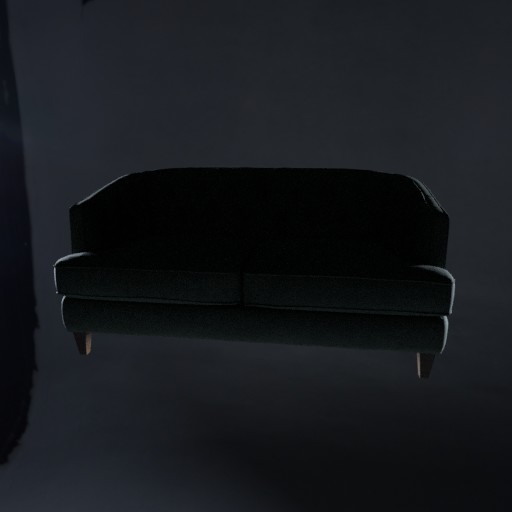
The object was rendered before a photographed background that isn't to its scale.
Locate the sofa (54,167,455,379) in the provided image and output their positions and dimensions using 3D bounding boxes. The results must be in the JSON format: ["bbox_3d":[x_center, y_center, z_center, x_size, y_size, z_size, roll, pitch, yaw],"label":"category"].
[{"bbox_3d":[0.000,0.000,2.281,1.733,0.855,0.941,2,15,8],"label":"sofa"}]
